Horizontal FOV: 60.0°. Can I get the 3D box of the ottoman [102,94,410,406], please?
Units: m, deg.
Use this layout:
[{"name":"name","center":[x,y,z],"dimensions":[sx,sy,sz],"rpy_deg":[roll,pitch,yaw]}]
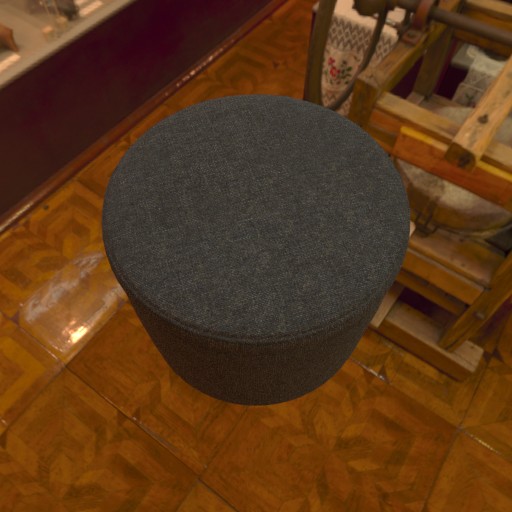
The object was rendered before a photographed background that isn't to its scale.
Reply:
[{"name":"ottoman","center":[0.000,0.000,0.907],"dimensions":[0.520,0.430,0.520],"rpy_deg":[0,60,0]}]
